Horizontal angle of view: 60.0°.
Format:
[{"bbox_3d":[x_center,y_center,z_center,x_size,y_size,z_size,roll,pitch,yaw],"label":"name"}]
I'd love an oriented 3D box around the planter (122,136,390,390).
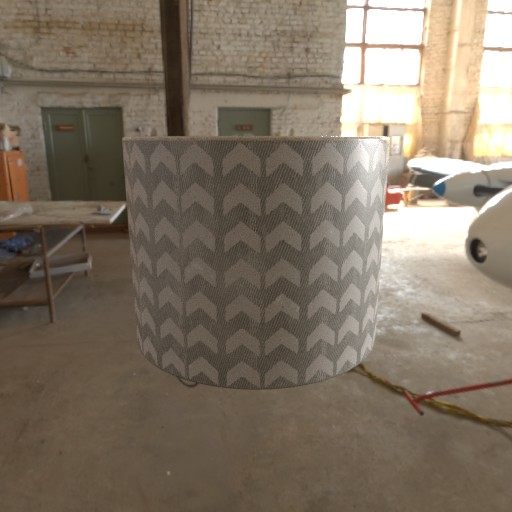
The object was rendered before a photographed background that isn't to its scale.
[{"bbox_3d":[0.000,0.000,0.350,0.190,0.181,0.190,0,15,0],"label":"planter"}]
